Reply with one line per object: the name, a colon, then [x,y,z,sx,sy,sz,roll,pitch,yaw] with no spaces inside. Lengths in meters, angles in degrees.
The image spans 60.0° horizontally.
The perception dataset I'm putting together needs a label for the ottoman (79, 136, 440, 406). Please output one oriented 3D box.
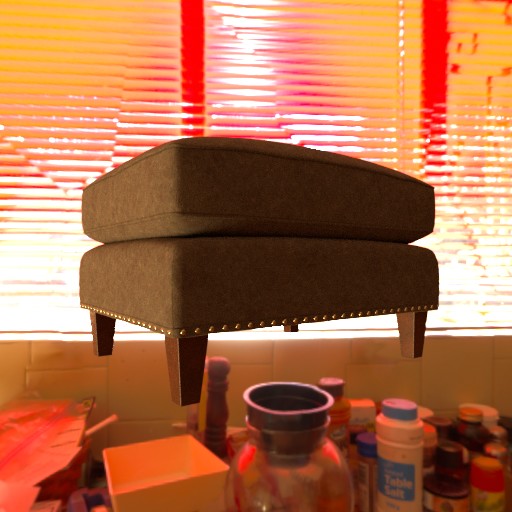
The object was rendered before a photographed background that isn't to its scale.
ottoman: [0.000,0.000,1.143,0.741,0.513,0.584,1,-1,-35]
